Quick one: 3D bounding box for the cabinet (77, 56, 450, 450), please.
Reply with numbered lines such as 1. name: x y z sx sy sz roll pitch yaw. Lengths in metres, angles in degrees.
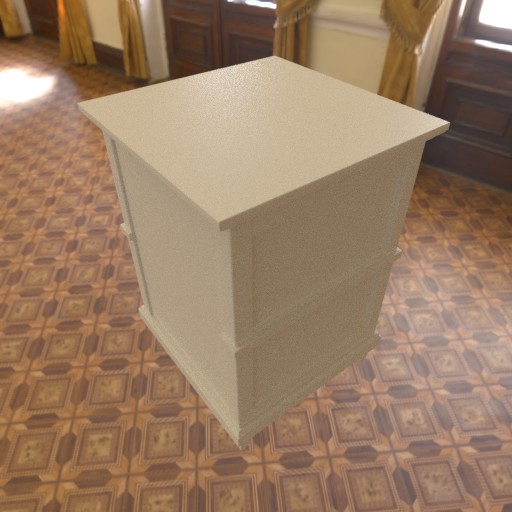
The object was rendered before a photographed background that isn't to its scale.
1. cabinet: 0.000 0.000 1.159 0.547 0.775 0.544 -26 47 -28
